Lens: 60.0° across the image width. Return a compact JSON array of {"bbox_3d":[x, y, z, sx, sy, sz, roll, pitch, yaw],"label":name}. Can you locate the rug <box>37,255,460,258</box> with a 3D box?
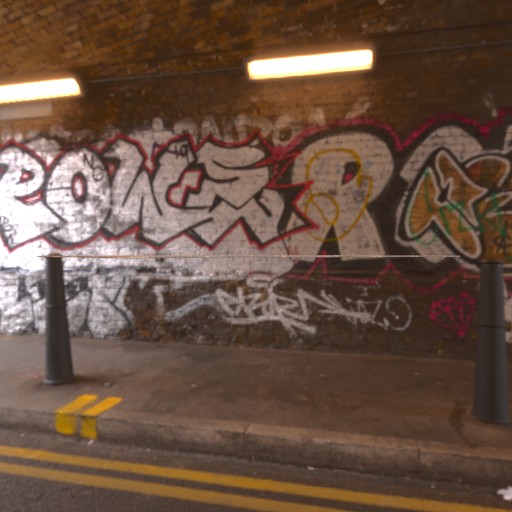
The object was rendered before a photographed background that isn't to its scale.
[{"bbox_3d":[0.000,0.000,2.169,1.754,0.010,1.148,0,0,-37],"label":"rug"}]
